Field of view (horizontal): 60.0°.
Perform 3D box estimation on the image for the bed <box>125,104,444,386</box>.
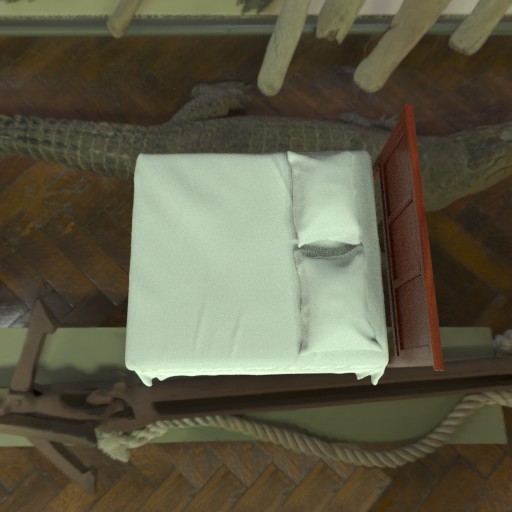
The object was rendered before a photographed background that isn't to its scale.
[{"bbox_3d":[0.000,0.000,3.234,2.050,1.270,1.870,-1,75,0],"label":"bed"}]
